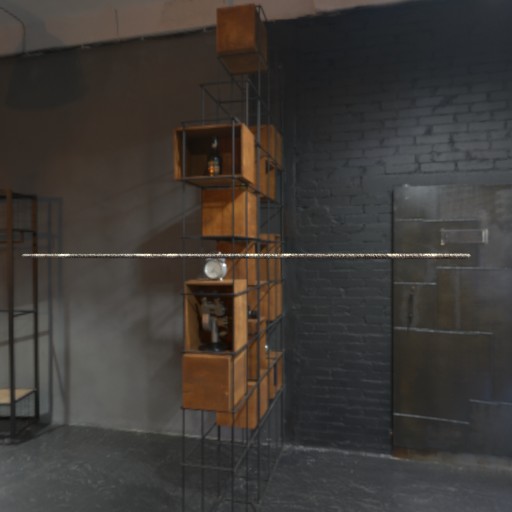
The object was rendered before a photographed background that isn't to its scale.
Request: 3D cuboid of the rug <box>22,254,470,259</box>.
[{"bbox_3d":[0.000,0.000,3.403,2.701,0.026,1.801,0,0,16],"label":"rug"}]
